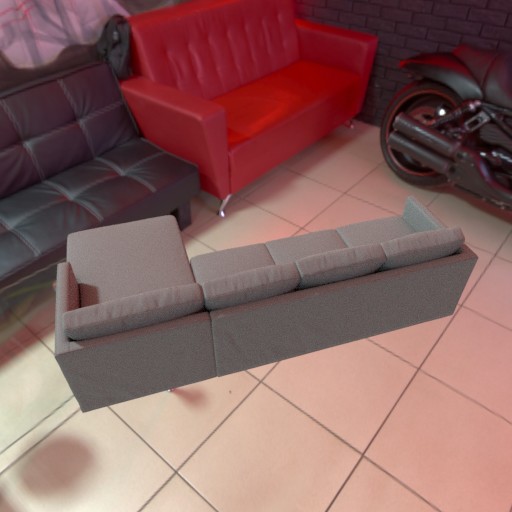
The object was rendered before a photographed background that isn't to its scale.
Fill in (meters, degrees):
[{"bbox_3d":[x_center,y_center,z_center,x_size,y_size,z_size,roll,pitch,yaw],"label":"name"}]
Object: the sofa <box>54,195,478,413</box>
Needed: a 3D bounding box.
[{"bbox_3d":[0.000,0.000,3.863,3.177,0.867,1.622,-12,43,-13],"label":"sofa"}]
